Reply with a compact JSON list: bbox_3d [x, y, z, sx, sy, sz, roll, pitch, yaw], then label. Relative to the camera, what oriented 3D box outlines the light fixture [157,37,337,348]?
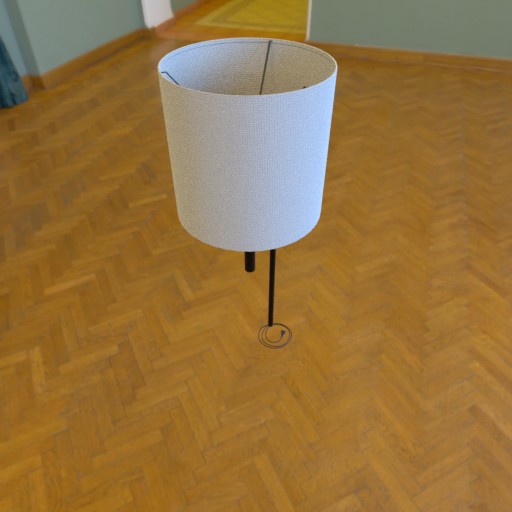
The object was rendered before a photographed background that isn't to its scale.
[{"bbox_3d":[0.000,0.000,0.682,0.188,0.589,0.248,11,42,13],"label":"light fixture"}]
